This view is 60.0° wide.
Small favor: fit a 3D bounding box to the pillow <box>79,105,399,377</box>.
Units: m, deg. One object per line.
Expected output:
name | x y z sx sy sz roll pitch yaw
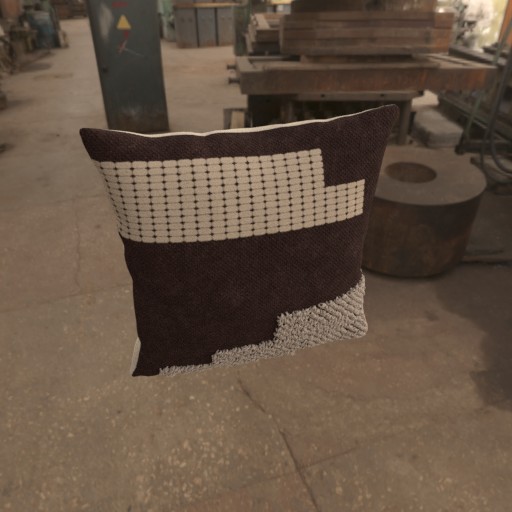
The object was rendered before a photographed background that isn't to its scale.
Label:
pillow | 0.000 0.000 0.746 0.475 0.473 0.178 -9 33 -15
